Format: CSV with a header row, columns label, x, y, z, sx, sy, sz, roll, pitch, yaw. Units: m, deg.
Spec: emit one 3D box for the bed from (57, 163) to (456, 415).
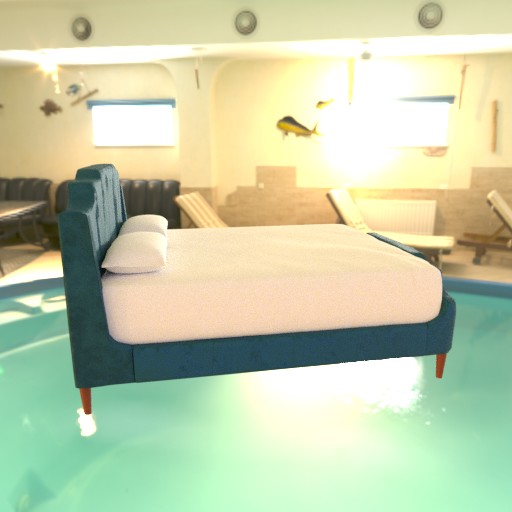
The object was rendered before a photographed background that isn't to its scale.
label,x,y,z,sx,sy,sz,roll,pitch,yaw
bed,0.000,0.000,3.293,2.322,1.338,1.678,-3,15,-10
